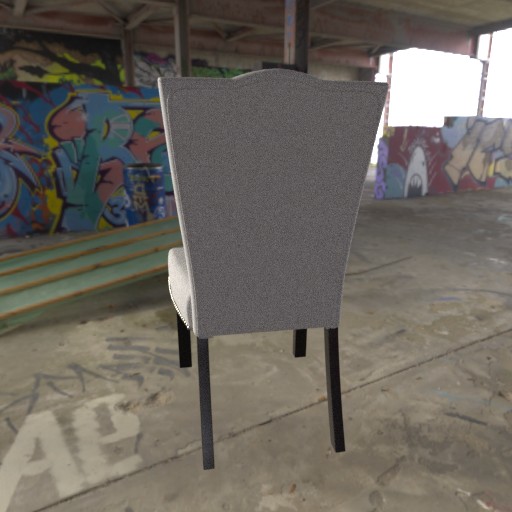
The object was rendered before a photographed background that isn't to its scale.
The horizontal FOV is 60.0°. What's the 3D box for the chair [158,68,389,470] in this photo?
[{"bbox_3d":[0.000,0.000,1.289,0.518,0.946,0.589,-3,16,-10],"label":"chair"}]
